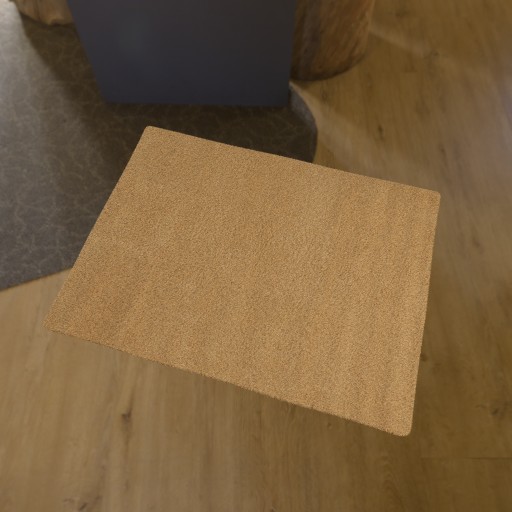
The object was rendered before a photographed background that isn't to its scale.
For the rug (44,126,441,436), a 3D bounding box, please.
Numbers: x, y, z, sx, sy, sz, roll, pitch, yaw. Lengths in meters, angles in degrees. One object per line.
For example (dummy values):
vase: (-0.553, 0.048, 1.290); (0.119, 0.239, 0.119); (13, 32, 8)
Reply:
rug: (0.000, 0.000, 2.091); (1.600, 0.025, 1.199); (15, 64, 7)
